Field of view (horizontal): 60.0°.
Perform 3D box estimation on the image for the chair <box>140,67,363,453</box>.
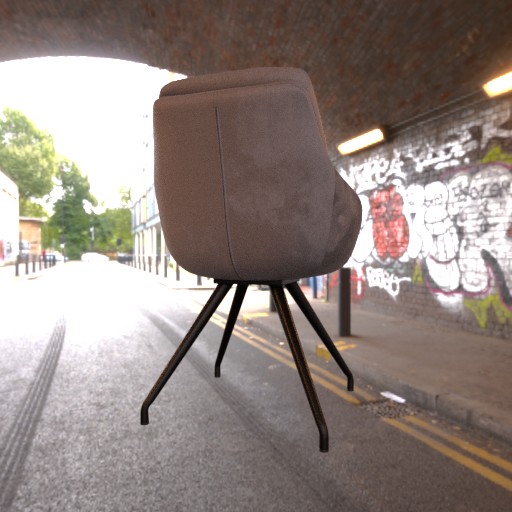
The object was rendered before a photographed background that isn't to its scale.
[{"bbox_3d":[0.000,0.000,1.292,0.579,0.888,0.569,0,1,19],"label":"chair"}]
